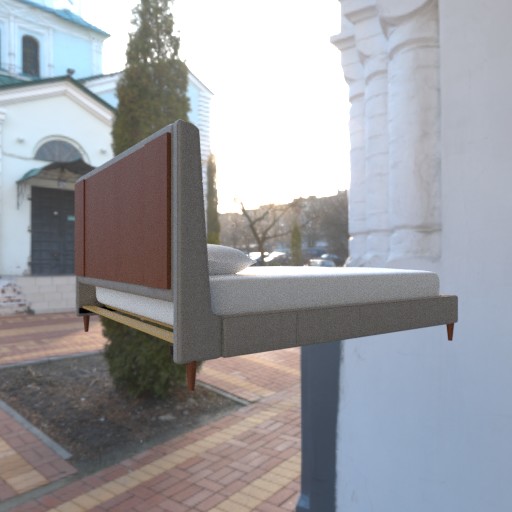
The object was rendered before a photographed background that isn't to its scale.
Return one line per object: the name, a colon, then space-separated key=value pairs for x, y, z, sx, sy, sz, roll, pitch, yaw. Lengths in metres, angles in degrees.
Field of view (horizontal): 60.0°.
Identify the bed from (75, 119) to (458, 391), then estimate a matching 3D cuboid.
bed: x=0.000 y=0.000 z=3.560 sx=2.342 sy=1.289 sz=2.062 roll=0 pitch=0 yaw=-35
